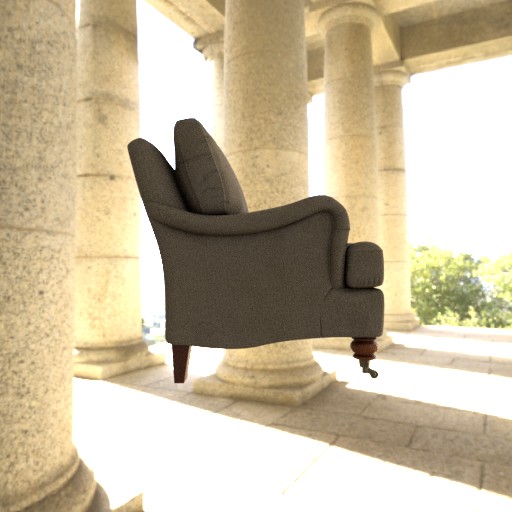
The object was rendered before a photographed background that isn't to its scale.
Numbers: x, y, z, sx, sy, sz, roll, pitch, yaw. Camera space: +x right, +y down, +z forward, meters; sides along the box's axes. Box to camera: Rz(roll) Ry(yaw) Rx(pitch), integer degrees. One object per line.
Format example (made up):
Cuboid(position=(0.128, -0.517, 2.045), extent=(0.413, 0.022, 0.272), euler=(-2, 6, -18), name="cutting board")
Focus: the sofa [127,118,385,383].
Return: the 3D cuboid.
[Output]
Cuboid(position=(0.000, 0.000, 2.837), extent=(1.069, 1.096, 2.193), euler=(0, -2, 0), name="sofa")
